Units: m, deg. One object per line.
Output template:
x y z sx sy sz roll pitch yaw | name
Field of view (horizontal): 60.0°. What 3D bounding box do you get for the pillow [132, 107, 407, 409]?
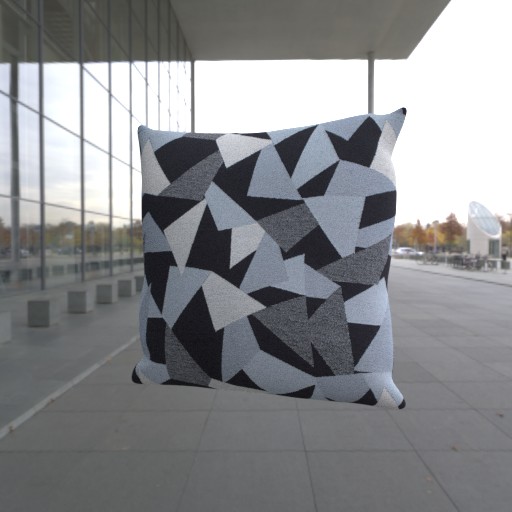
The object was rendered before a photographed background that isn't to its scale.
0.000 0.000 0.778 0.503 0.496 0.208 0 1 16 | pillow
